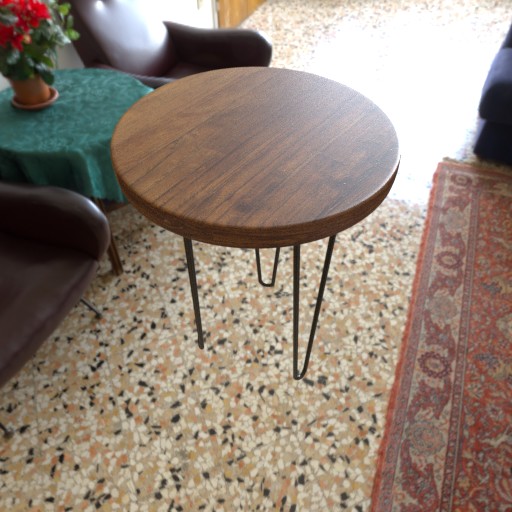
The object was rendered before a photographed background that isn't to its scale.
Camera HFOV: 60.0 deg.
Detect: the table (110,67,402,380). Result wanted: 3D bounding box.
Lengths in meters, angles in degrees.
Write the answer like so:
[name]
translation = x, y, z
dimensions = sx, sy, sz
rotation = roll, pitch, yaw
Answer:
[table]
translation = 0.000, 0.000, 0.809
dimensions = 0.400, 0.520, 0.400
rotation = 0, 47, 0
